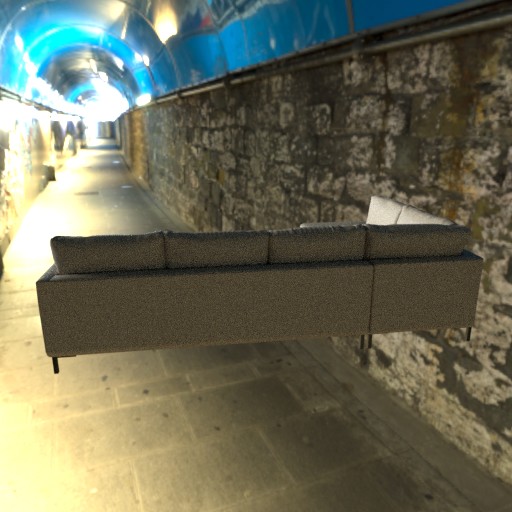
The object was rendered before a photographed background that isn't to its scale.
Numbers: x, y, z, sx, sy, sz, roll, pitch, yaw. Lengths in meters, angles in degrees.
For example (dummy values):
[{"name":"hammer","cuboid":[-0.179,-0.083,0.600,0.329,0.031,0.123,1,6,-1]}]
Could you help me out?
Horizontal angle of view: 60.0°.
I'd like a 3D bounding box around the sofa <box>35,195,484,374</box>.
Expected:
[{"name":"sofa","cuboid":[0.000,0.000,3.110,2.423,0.703,1.617,-2,16,-8]}]
